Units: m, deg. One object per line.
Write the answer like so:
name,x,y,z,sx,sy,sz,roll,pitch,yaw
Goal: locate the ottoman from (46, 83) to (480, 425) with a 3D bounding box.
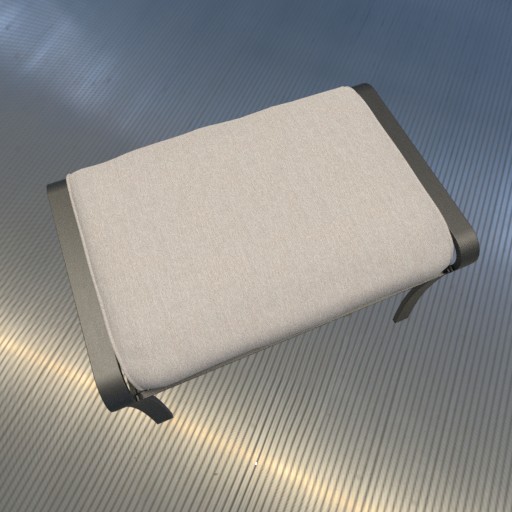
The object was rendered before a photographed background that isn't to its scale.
ottoman,0.000,0.000,0.870,0.610,0.422,0.406,-21,67,-9
